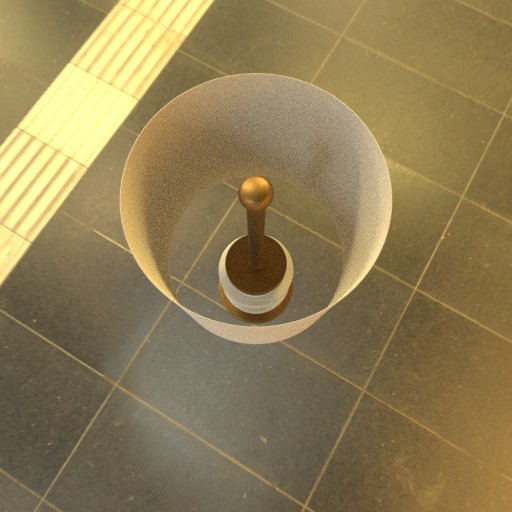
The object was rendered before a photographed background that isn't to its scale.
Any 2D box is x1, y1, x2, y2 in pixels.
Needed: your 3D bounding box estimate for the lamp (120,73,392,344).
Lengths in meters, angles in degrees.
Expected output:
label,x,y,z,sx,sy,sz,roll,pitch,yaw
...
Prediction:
label,x,y,z,sx,sy,sz,roll,pitch,yaw
lamp,0.000,0.000,0.536,0.210,0.410,0.210,11,76,3
